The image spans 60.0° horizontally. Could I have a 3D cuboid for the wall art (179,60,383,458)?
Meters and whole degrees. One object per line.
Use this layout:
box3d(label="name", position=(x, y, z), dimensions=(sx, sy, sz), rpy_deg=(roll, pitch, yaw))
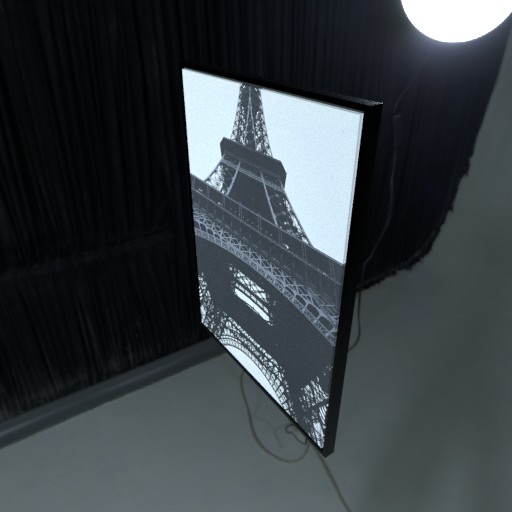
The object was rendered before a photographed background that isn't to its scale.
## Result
box3d(label="wall art", position=(0.000, 0.000, 1.405), dimensions=(0.040, 1.062, 0.805), rpy_deg=(-20, 36, -30))
